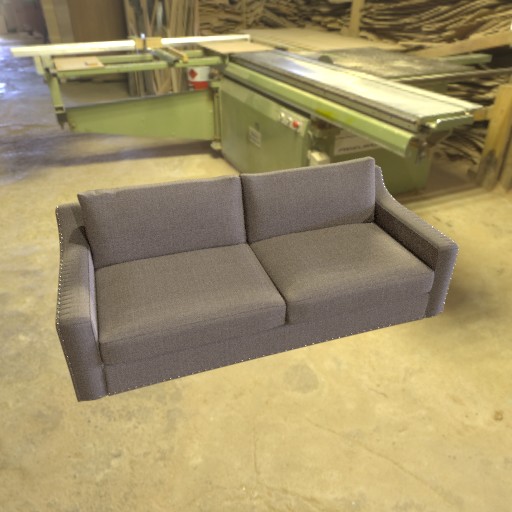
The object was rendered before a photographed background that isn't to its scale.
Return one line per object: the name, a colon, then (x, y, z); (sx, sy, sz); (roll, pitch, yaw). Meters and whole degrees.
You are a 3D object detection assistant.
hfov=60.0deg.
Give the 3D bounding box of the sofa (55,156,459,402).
sofa: (0.000, 0.000, 2.704); (2.208, 0.857, 1.000); (-10, 33, -16)
